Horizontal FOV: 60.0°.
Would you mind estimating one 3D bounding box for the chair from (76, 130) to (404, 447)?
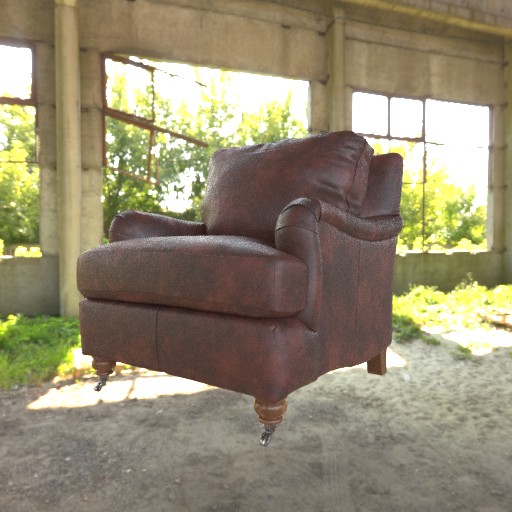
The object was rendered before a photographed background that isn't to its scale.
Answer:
[{"bbox_3d":[0.000,0.000,1.891,0.987,1.051,1.156,1,2,36],"label":"chair"}]
